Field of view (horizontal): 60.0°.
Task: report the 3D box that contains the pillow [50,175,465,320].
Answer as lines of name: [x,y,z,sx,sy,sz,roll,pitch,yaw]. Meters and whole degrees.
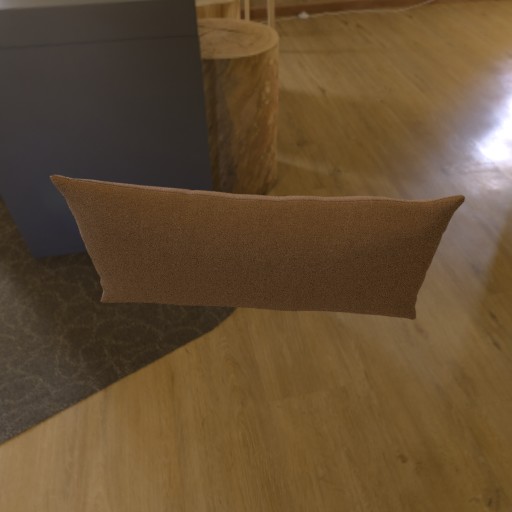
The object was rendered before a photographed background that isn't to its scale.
pillow: [0.000,0.000,0.749,0.612,0.308,0.148,3,48,3]
